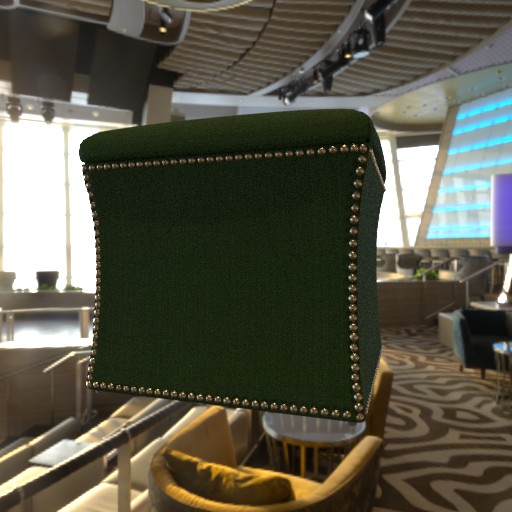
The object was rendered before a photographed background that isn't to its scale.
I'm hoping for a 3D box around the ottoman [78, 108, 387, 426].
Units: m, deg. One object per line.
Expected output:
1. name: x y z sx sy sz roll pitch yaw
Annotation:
1. ottoman: 0.000 0.000 0.909 0.507 0.475 0.497 0 1 19
